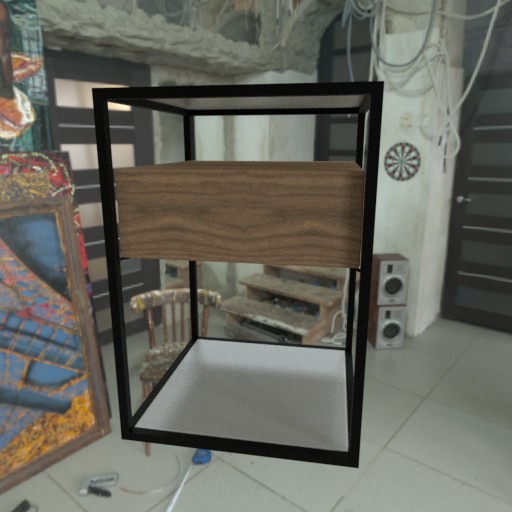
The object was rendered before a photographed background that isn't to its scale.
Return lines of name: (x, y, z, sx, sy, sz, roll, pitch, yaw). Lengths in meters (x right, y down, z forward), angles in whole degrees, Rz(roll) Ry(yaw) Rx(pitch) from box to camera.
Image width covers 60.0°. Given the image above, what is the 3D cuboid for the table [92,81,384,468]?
table: (0.000, 0.000, 0.805, 0.378, 0.540, 0.378, 3, 14, 10)
